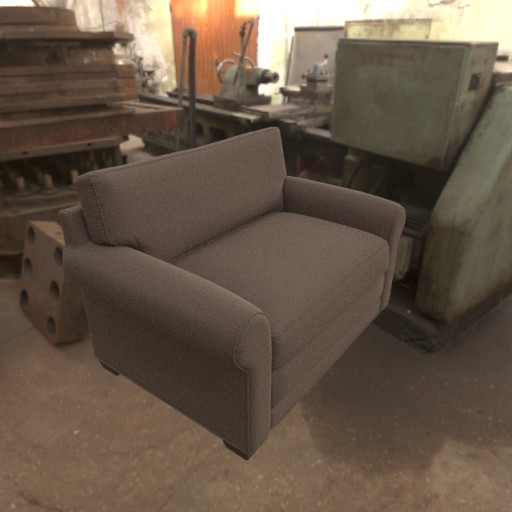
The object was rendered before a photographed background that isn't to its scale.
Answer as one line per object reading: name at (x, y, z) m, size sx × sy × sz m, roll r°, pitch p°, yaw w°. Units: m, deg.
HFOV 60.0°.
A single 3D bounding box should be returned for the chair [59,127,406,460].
chair at (0.000, 0.000, 2.021) m, size 0.930 × 0.930 × 1.390 m, roll 18°, pitch 32°, yaw 33°
